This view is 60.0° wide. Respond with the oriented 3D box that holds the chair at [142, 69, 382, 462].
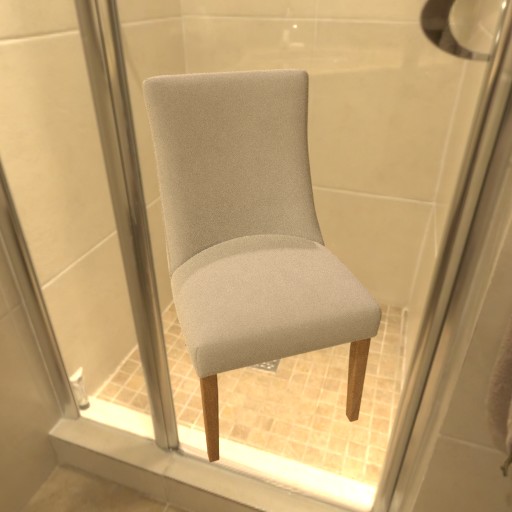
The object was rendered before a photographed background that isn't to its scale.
[{"bbox_3d":[0.000,0.000,1.261,0.495,0.902,0.610,-10,33,-15],"label":"chair"}]
